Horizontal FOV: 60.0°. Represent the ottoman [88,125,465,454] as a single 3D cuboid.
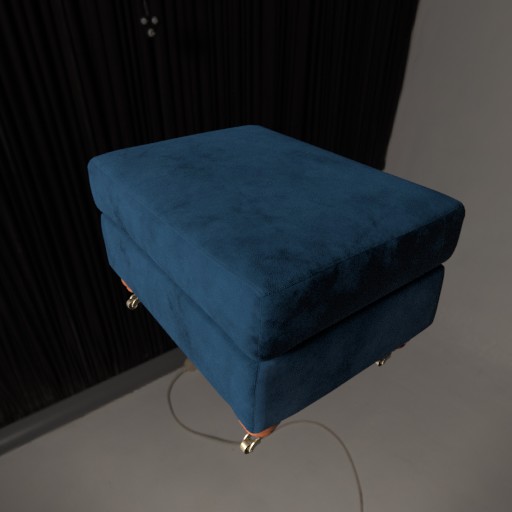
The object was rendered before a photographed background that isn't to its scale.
[{"bbox_3d":[0.000,0.000,1.140,0.572,0.503,0.773,-21,38,-30],"label":"ottoman"}]
